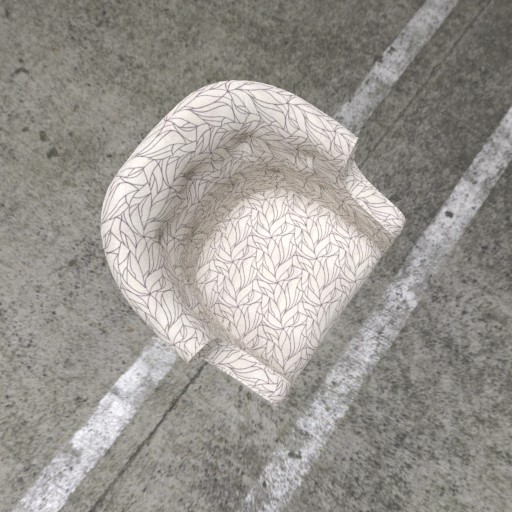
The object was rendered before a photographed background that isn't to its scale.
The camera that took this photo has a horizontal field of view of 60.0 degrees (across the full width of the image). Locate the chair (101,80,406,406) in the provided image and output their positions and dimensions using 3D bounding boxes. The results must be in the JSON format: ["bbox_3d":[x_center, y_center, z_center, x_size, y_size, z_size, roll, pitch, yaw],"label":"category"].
[{"bbox_3d":[0.000,0.000,1.328,0.613,0.858,0.686,36,79,8],"label":"chair"}]
